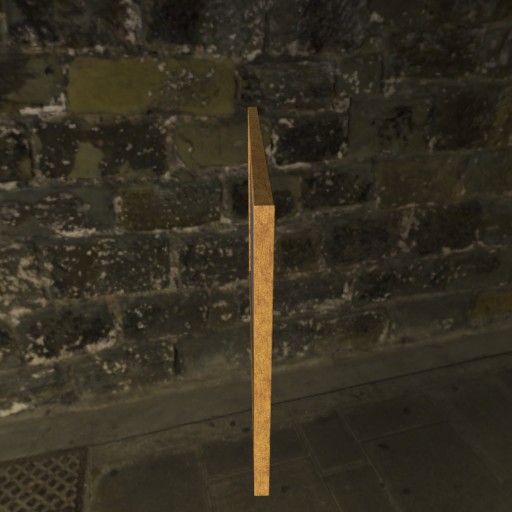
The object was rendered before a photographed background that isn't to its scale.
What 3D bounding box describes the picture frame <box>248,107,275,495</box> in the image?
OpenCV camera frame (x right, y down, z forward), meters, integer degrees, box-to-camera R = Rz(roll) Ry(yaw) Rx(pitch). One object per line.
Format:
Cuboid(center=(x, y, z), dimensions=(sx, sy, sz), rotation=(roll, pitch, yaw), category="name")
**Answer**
Cuboid(center=(0.000, 0.000, 1.168), dimensions=(0.029, 0.621, 0.922), rotation=(-1, 27, -1), category="picture frame")
